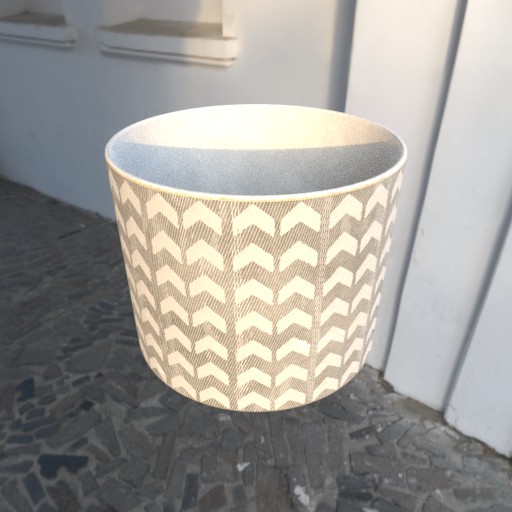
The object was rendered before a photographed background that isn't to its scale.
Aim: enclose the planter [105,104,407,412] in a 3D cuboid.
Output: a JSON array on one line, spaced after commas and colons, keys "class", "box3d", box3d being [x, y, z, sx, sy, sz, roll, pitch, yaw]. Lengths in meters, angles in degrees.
[{"class": "planter", "box3d": [0.000, 0.000, 0.336, 0.190, 0.181, 0.190, 0, 32, 0]}]
